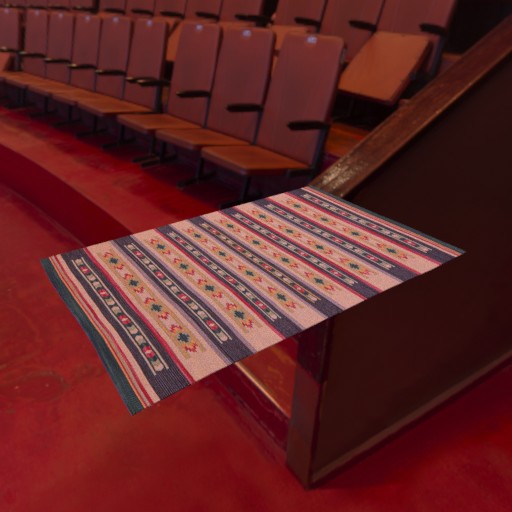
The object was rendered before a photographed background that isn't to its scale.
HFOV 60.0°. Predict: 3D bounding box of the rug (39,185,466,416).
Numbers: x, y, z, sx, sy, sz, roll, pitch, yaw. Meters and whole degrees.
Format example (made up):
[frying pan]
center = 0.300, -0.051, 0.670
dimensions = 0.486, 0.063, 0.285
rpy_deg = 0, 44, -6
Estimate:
[rug]
center = 0.000, 0.000, 2.860
dimensions = 2.311, 0.010, 1.522
rpy_deg = -19, 35, -30
